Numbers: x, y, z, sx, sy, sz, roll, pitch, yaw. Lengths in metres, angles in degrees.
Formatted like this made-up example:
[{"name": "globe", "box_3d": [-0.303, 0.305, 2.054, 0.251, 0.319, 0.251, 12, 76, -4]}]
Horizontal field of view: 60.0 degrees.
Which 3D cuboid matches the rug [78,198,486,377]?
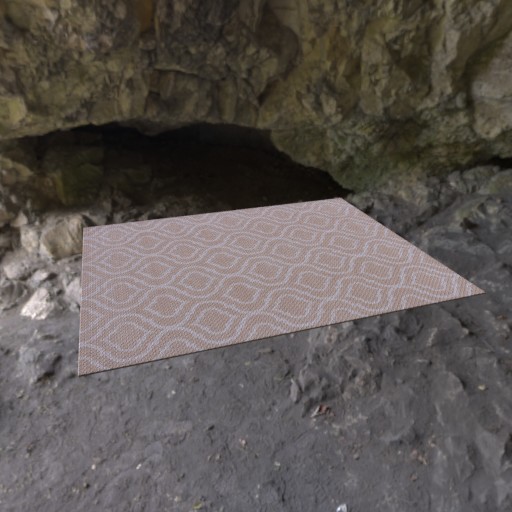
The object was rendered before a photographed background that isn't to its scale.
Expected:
[{"name": "rug", "box_3d": [0.000, 0.000, 3.900, 2.894, 0.013, 2.286, -8, 28, -16]}]
